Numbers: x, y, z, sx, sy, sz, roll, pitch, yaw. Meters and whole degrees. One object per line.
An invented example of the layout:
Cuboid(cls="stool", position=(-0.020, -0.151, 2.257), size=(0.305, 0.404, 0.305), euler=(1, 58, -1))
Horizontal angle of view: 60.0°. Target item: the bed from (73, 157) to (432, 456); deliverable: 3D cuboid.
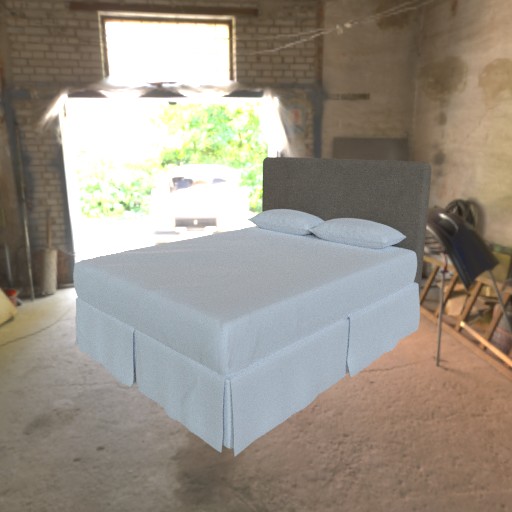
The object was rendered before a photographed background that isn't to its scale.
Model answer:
Cuboid(cls="bed", position=(0.000, 0.000, 3.228), size=(1.723, 1.330, 2.142), euler=(14, 20, 42))
